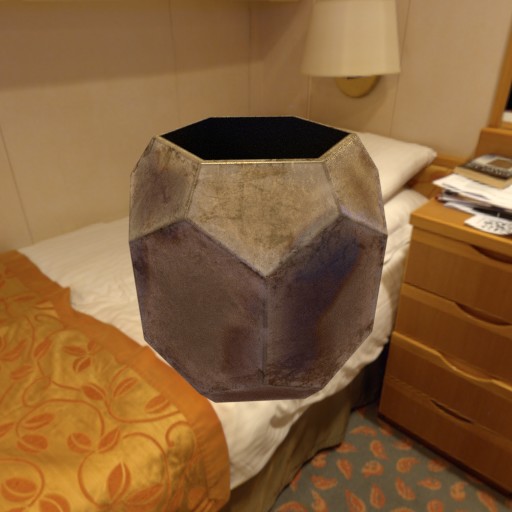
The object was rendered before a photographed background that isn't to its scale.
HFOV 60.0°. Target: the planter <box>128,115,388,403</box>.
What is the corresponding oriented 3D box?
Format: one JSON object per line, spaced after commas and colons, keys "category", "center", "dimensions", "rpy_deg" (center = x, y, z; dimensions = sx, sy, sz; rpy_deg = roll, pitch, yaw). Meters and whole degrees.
{"category": "planter", "center": [0.000, 0.000, 0.437], "dimensions": [0.221, 0.238, 0.243], "rpy_deg": [-2, 29, -3]}
